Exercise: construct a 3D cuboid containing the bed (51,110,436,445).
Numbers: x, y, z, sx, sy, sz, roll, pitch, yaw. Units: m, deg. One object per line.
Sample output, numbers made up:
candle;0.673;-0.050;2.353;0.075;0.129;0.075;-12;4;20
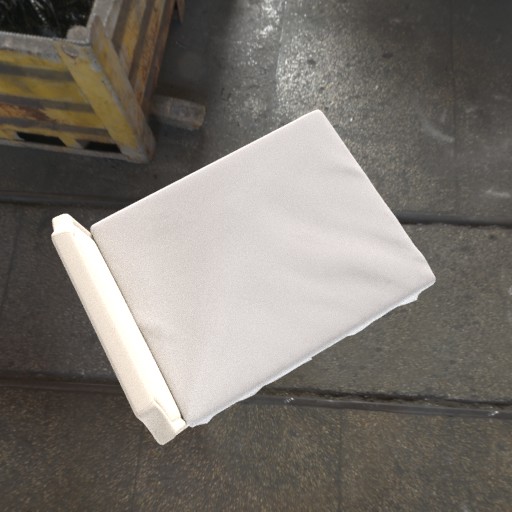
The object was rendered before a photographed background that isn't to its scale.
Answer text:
bed;0.000;0.000;3.666;2.498;1.293;1.977;-29;77;-7
